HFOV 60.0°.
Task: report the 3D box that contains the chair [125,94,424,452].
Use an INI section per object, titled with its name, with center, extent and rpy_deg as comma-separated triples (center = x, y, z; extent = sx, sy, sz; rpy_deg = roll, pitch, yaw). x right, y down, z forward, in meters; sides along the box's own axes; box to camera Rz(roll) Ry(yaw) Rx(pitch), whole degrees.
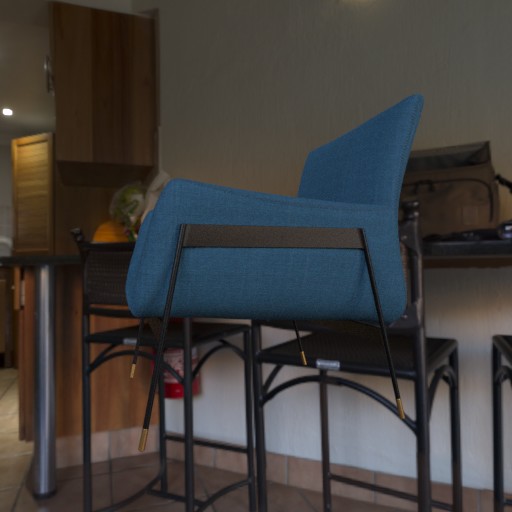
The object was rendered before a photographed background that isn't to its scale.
[chair]
center = 0.000, 0.000, 1.377
extent = 0.769, 0.859, 0.678
rpy_deg = 0, -1, -18
